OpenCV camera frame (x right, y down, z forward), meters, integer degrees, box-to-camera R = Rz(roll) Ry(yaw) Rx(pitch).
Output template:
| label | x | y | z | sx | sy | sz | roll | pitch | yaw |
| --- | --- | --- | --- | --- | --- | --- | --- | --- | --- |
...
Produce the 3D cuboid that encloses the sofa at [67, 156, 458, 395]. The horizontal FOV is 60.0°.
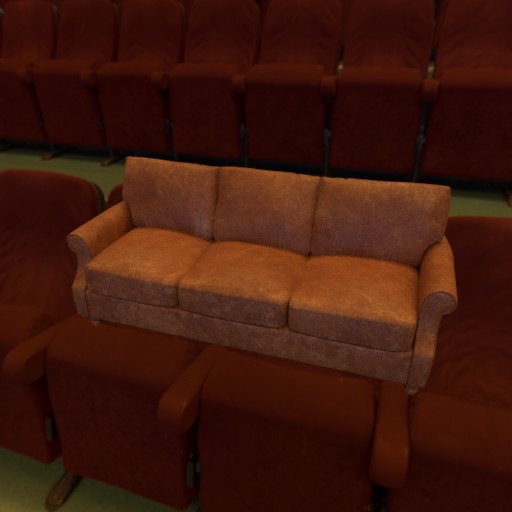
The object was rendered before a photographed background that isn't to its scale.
| label | x | y | z | sx | sy | sz | roll | pitch | yaw |
| --- | --- | --- | --- | --- | --- | --- | --- | --- | --- |
| sofa | 0.000 | 0.000 | 2.849 | 2.351 | 0.977 | 0.973 | 9 | 29 | 16 |
